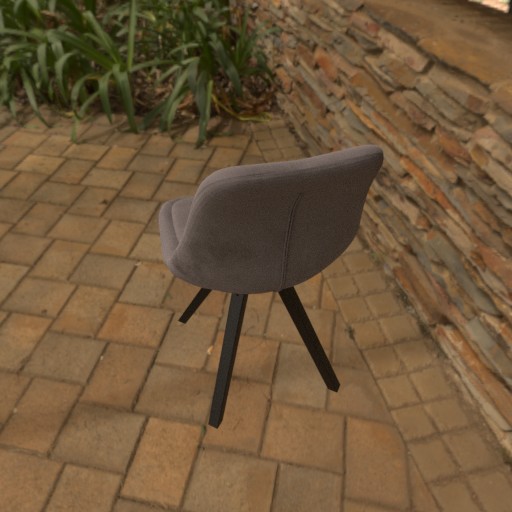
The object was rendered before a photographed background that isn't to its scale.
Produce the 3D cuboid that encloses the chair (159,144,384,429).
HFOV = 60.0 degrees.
[{"bbox_3d":[0.000,0.000,1.188,0.485,0.850,0.550,-12,43,-13],"label":"chair"}]
